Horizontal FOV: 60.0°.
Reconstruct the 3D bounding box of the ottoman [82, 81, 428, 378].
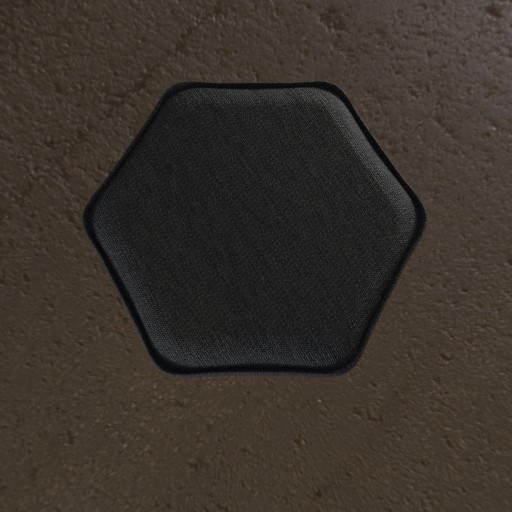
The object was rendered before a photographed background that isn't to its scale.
[{"bbox_3d":[0.000,0.000,0.856,0.492,0.505,0.454,4,77,1],"label":"ottoman"}]
